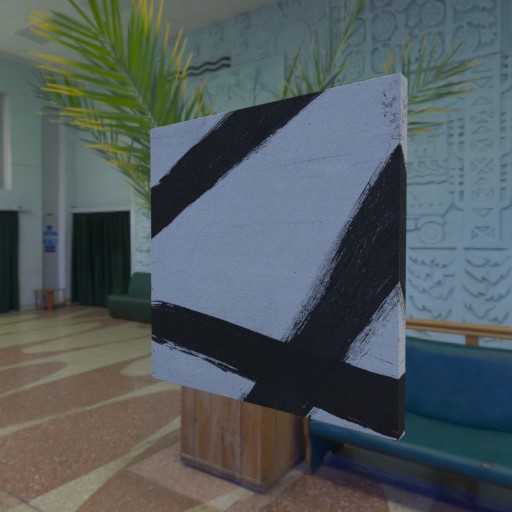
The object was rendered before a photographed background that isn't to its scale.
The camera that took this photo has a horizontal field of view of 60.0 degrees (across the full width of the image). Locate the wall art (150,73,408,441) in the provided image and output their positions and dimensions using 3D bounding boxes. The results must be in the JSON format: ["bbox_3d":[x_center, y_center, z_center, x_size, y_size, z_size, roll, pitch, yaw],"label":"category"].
[{"bbox_3d":[0.000,0.000,1.160,0.765,0.765,0.046,1,2,36],"label":"wall art"}]
